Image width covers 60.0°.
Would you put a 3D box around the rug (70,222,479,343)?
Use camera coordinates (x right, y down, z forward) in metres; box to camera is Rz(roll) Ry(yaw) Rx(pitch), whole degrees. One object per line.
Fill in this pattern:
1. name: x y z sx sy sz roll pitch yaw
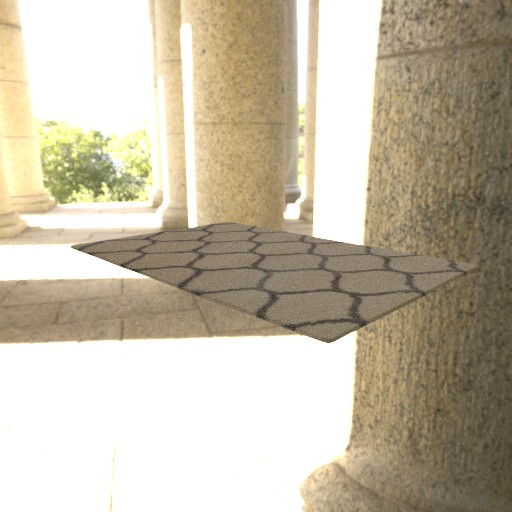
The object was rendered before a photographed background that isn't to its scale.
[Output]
1. rug: 0.000 0.000 3.455 1.801 0.026 2.701 -13 19 -43
